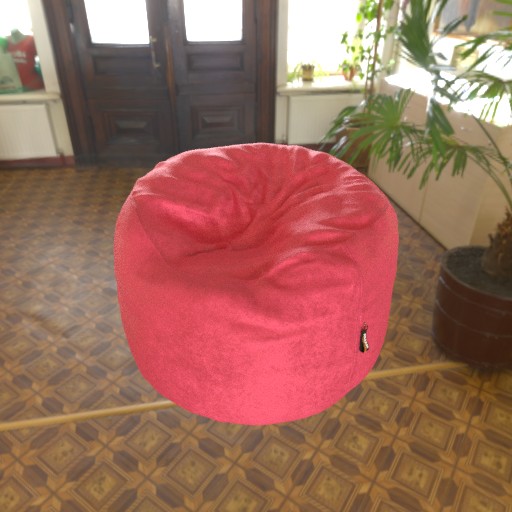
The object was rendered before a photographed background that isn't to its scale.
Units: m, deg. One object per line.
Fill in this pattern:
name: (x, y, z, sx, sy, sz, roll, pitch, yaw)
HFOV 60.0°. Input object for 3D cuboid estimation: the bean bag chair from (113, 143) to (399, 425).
bean bag chair: (0.000, 0.000, 1.959, 1.218, 0.788, 1.218, 0, 31, 0)
